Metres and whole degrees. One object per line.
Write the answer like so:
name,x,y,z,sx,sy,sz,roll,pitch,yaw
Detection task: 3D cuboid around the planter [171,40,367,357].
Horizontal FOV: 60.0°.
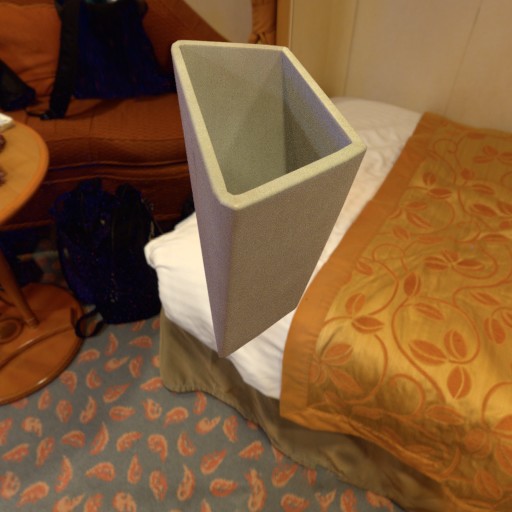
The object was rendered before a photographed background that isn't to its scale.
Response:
planter,0.000,0.000,0.262,0.060,0.197,0.150,-10,46,-10
